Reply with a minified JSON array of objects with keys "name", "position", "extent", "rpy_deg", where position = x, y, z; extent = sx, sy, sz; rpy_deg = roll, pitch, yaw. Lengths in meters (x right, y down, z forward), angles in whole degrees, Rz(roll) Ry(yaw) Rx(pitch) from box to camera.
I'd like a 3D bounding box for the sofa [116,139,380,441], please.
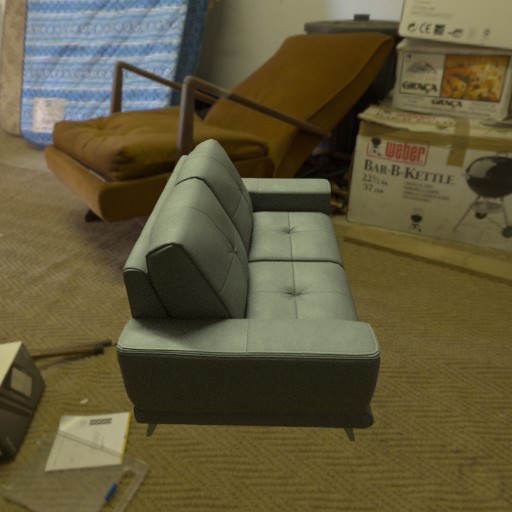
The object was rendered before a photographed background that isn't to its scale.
[{"name":"sofa","position":[0.000,0.000,2.428],"extent":[1.018,0.907,1.806],"rpy_deg":[1,31,1]}]
